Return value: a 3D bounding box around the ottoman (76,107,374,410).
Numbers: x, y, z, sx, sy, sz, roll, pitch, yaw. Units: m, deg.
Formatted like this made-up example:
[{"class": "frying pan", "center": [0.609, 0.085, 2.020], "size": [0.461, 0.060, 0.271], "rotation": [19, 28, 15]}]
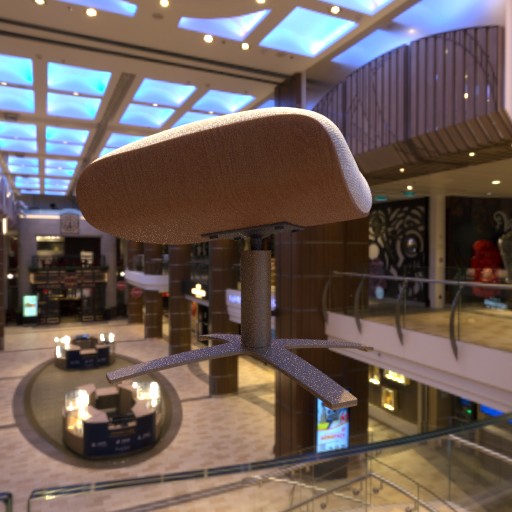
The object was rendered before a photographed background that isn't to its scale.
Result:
[{"class": "ottoman", "center": [0.000, 0.000, 0.805], "size": [0.394, 0.391, 0.520], "rotation": [0, 1, 18]}]
